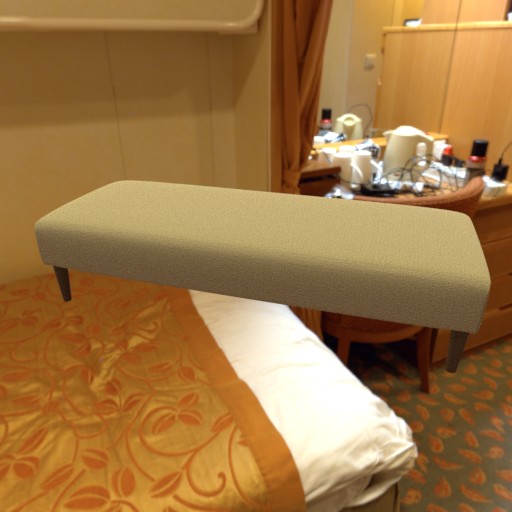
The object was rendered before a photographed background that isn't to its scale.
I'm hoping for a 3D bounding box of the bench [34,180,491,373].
[{"bbox_3d":[0.000,0.000,1.807,1.609,0.393,0.646,8,27,15],"label":"bench"}]
